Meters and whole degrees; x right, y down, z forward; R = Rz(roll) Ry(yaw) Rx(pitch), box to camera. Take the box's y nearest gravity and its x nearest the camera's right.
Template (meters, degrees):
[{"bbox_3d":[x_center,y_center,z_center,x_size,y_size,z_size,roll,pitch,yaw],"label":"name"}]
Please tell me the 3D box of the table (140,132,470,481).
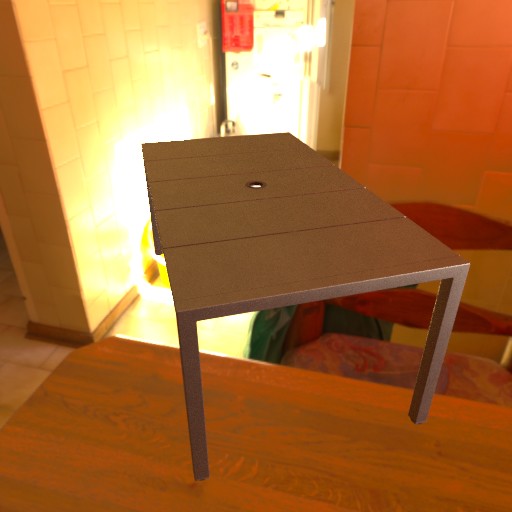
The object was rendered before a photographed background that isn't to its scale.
[{"bbox_3d":[0.000,0.000,2.153,0.914,0.735,1.680,-8,31,-14],"label":"table"}]
